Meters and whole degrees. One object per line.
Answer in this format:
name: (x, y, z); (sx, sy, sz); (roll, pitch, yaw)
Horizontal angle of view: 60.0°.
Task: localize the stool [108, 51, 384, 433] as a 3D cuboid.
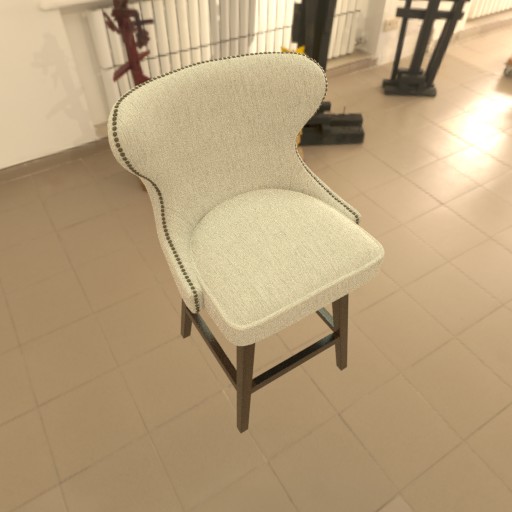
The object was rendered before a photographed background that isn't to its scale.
stool: (0.000, 0.000, 1.339); (0.615, 0.972, 0.597); (-25, 51, -22)
